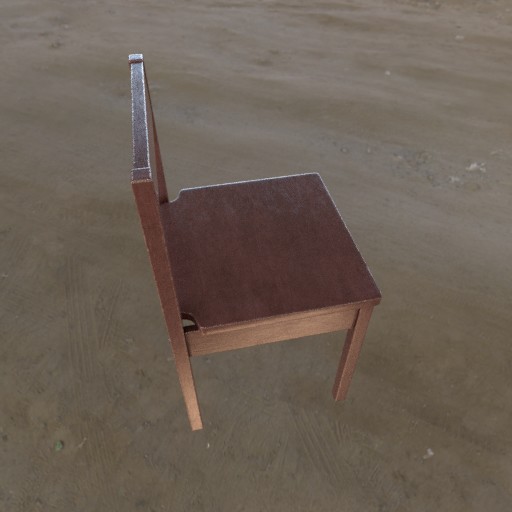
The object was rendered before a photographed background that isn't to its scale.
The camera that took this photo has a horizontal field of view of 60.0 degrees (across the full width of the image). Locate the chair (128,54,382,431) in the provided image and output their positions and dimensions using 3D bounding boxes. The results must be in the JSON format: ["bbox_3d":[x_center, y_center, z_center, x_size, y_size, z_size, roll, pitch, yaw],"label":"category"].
[{"bbox_3d":[0.000,0.000,0.873,0.361,0.668,0.367,-9,46,-8],"label":"chair"}]
